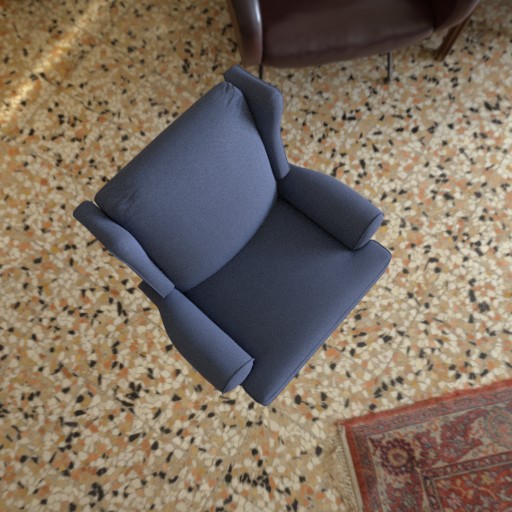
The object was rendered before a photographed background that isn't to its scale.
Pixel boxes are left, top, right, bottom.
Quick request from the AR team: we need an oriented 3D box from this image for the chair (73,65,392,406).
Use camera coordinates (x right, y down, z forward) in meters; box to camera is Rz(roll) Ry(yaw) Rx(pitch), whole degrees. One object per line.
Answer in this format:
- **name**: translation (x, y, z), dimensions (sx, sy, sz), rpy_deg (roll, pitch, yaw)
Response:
- **chair**: translation (0.000, 0.000, 1.804), dimensions (0.877, 1.020, 0.971), rpy_deg (42, 79, 10)
